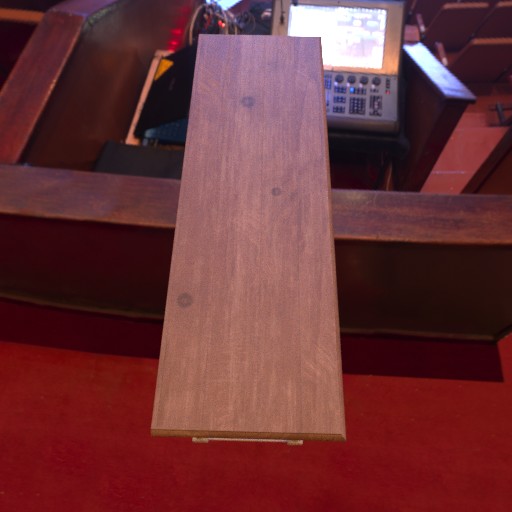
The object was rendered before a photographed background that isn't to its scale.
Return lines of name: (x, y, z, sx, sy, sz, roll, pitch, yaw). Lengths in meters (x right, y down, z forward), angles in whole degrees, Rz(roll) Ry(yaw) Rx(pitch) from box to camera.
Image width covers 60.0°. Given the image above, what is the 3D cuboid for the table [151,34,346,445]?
table: (0.000, 0.000, 1.523, 0.399, 0.800, 1.219, 1, 64, 1)
